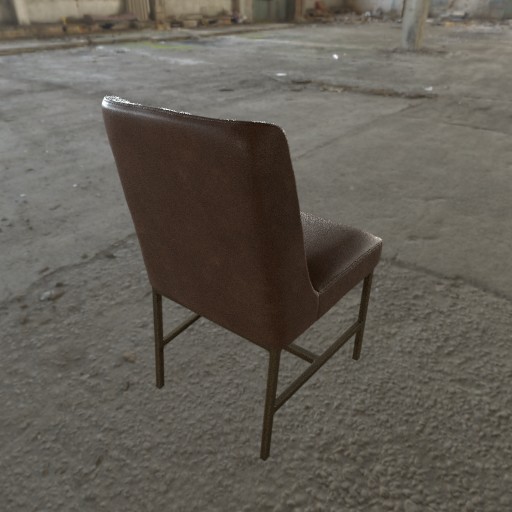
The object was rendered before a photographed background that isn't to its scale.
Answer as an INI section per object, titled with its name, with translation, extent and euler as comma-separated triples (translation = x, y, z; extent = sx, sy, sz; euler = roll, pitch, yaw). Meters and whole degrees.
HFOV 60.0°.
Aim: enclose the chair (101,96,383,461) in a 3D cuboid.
[chair]
translation = 0.000, 0.000, 1.228
extent = 0.508, 0.889, 0.587
euler = 21, 37, 32
